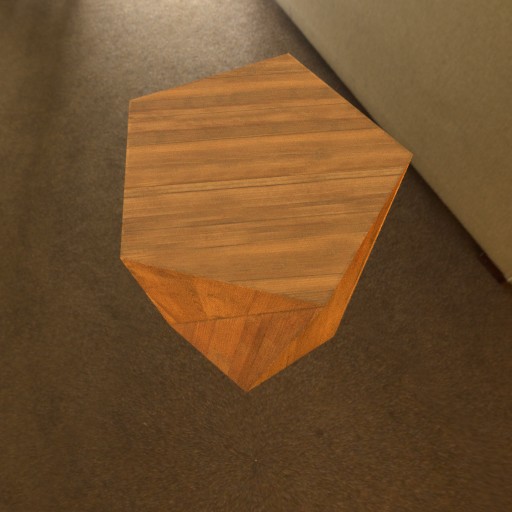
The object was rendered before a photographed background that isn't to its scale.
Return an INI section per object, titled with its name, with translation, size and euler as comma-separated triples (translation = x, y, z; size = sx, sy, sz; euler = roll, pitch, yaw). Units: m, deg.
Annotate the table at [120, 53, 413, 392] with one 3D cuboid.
[table]
translation = 0.000, 0.000, 0.885
size = 0.425, 0.604, 0.441
euler = 14, 66, 6
